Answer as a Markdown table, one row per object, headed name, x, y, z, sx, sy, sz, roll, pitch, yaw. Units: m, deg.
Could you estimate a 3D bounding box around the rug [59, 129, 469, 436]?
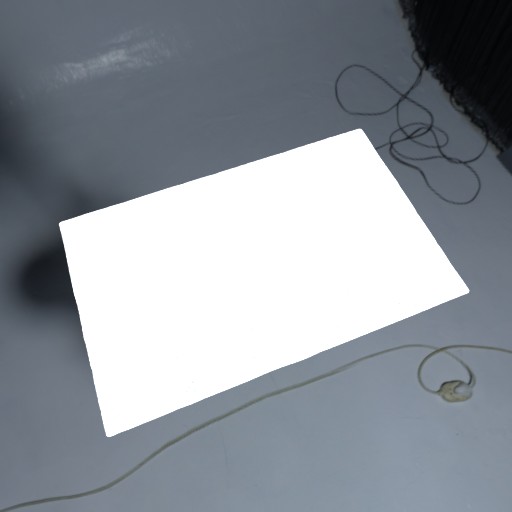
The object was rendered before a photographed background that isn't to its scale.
| name | x | y | z | sx | sy | sz | roll | pitch | yaw |
| --- | --- | --- | --- | --- | --- | --- | --- | --- | --- |
| rug | 0.000 | 0.000 | 3.056 | 2.442 | 0.010 | 1.546 | -19 | 64 | -10 |
